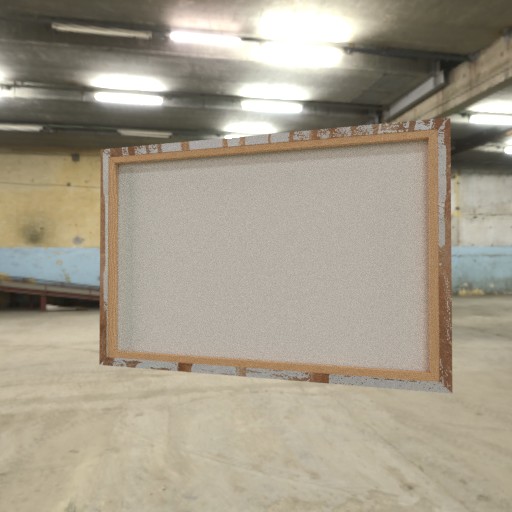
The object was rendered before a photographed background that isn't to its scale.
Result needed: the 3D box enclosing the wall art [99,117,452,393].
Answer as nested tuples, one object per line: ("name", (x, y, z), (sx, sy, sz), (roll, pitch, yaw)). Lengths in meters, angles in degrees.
("wall art", (0.000, 0.000, 1.131), (0.914, 0.609, 0.035), (0, -1, 18))
